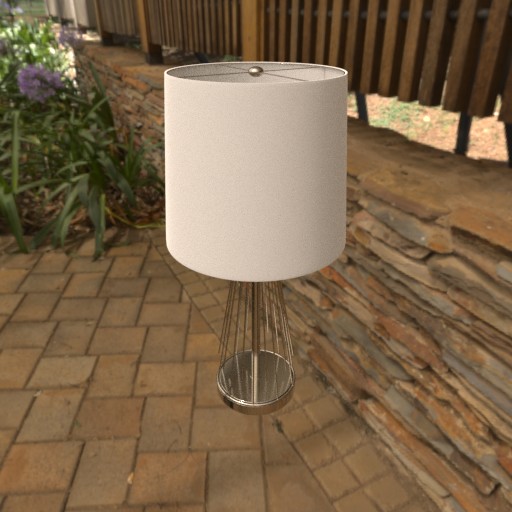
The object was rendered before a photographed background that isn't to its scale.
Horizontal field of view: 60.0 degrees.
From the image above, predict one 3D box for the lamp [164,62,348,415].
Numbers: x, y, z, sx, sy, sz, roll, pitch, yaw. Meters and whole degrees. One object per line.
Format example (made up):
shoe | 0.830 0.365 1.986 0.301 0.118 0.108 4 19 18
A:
lamp | 0.000 0.000 0.781 0.303 0.618 0.303 0 29 0
